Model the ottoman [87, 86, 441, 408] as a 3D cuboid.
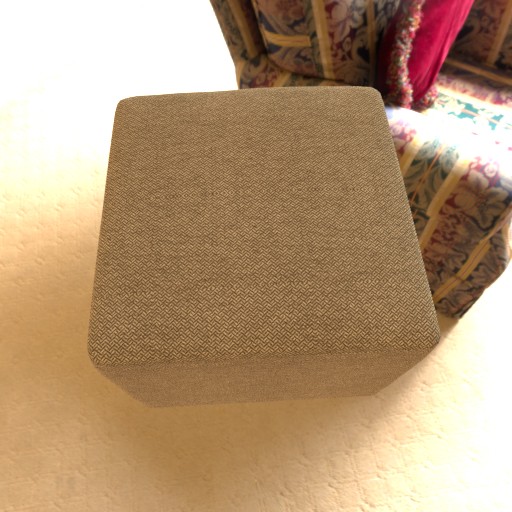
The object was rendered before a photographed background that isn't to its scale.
[{"bbox_3d":[0.000,0.000,0.898,0.512,0.453,0.519,-3,63,-1],"label":"ottoman"}]
